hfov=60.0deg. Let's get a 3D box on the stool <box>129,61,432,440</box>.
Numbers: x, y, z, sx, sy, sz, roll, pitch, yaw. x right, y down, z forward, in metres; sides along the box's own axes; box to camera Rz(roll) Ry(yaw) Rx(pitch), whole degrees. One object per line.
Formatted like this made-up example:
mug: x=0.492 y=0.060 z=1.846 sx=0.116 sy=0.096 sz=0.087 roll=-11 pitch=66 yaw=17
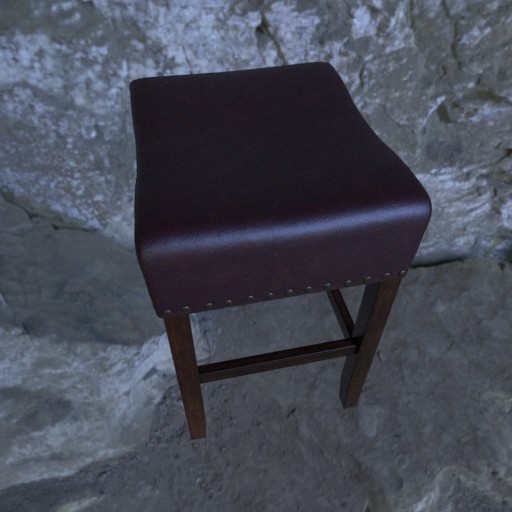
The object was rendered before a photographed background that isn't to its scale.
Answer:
stool: x=0.000 y=0.000 z=0.922 sx=0.397 sy=0.608 sz=0.465 roll=-9 pitch=47 yaw=-8
